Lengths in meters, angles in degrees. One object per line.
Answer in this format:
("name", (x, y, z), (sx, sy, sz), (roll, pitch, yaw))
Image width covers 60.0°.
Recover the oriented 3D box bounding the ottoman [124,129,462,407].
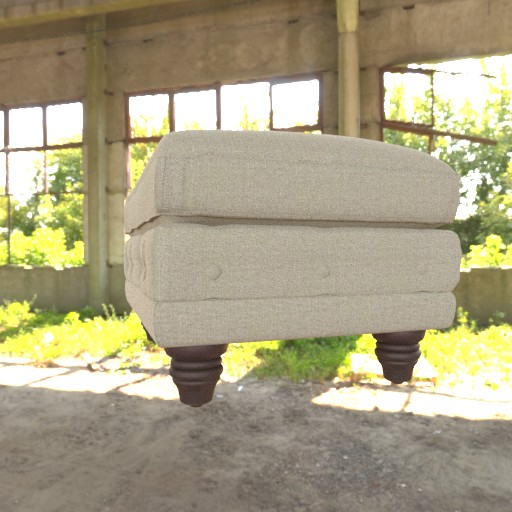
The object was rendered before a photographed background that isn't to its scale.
("ottoman", (0.000, 0.000, 0.993), (0.541, 0.463, 0.684), (0, 0, -19))
